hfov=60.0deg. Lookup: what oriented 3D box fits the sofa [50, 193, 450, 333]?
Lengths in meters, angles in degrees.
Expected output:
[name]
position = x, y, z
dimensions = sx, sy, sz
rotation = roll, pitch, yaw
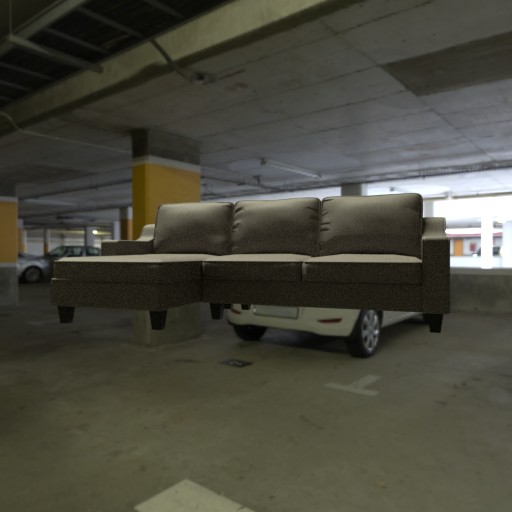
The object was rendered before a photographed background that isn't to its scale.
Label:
[sofa]
position = 0.000, 0.000, 3.196
dimensions = 2.561, 0.928, 1.294
rotation = 0, 1, 21
